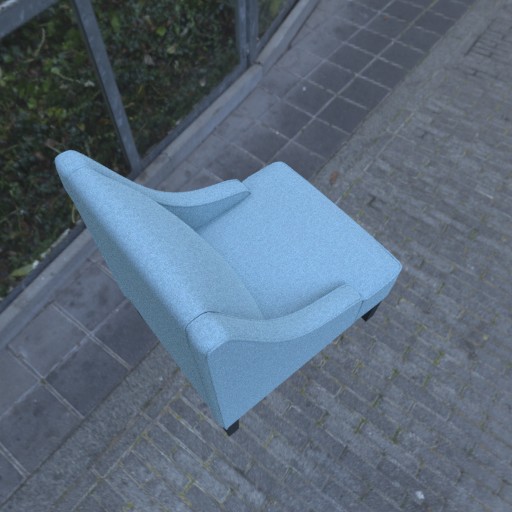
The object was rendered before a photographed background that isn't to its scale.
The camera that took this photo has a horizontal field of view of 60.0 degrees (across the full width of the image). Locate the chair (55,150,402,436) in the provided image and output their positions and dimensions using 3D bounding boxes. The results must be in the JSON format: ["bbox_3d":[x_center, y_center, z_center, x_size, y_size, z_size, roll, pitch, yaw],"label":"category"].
[{"bbox_3d":[0.000,0.000,1.886,1.025,1.133,0.857,-34,64,-20],"label":"chair"}]
